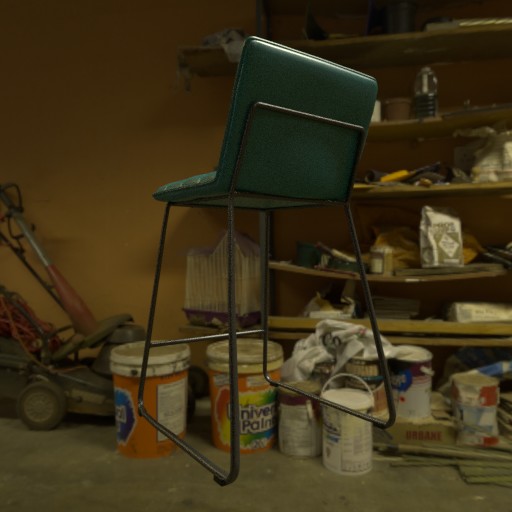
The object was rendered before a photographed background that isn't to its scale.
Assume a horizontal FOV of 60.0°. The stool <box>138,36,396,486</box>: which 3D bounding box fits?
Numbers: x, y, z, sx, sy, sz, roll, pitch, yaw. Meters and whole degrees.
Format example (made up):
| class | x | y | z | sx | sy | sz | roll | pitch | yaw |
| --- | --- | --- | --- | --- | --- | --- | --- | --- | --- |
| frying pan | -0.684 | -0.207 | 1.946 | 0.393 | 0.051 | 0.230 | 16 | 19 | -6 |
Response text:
| class | x | y | z | sx | sy | sz | roll | pitch | yaw |
| --- | --- | --- | --- | --- | --- | --- | --- | --- | --- |
| stool | 0.000 | 0.000 | 1.161 | 0.489 | 0.866 | 0.524 | 0 | 0 | -35 |
